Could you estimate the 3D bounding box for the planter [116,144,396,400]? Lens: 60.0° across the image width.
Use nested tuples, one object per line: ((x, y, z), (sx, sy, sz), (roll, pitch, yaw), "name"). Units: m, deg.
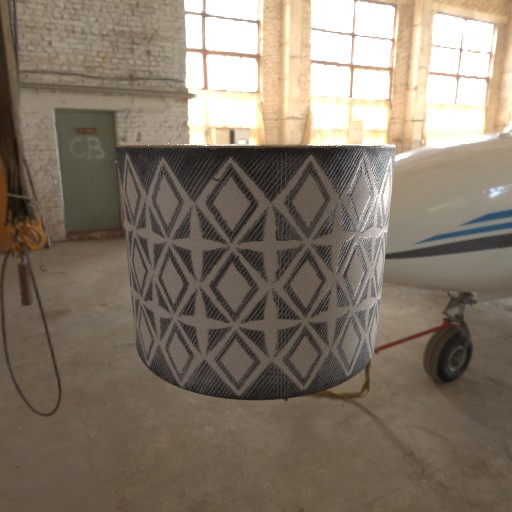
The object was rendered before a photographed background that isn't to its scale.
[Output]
((0.000, 0.000, 0.338), (0.192, 0.165, 0.192), (0, 14, 0), "planter")
